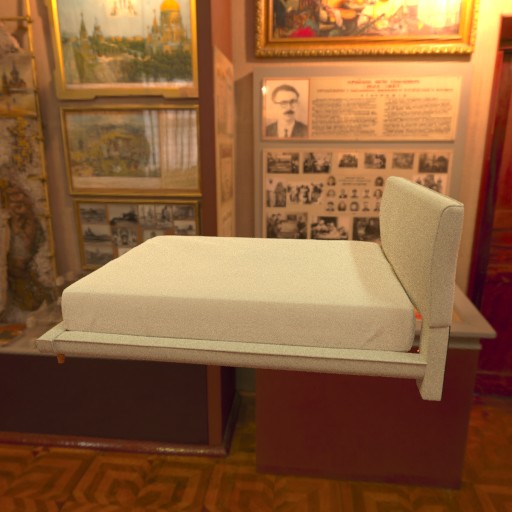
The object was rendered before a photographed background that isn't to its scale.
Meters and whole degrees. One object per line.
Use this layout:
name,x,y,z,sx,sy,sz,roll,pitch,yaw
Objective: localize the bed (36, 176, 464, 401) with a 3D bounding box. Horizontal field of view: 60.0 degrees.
bed,0.000,0.000,3.449,2.498,1.126,1.980,2,15,8
